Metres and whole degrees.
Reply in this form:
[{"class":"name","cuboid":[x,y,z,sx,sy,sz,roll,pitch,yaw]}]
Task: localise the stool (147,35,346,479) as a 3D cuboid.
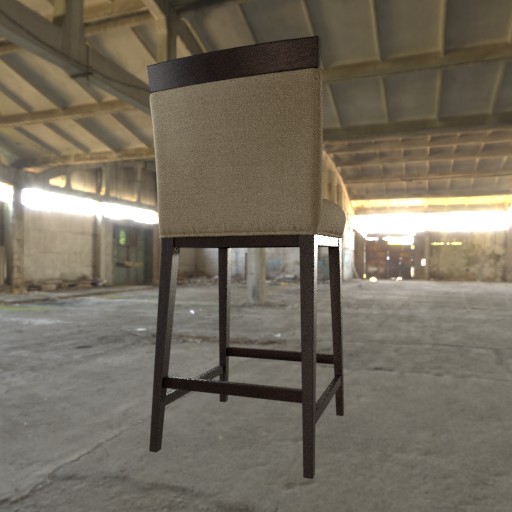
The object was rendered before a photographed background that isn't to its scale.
[{"class":"stool","cuboid":[0.000,0.000,1.419,0.511,1.117,0.531,0,-1,20]}]
